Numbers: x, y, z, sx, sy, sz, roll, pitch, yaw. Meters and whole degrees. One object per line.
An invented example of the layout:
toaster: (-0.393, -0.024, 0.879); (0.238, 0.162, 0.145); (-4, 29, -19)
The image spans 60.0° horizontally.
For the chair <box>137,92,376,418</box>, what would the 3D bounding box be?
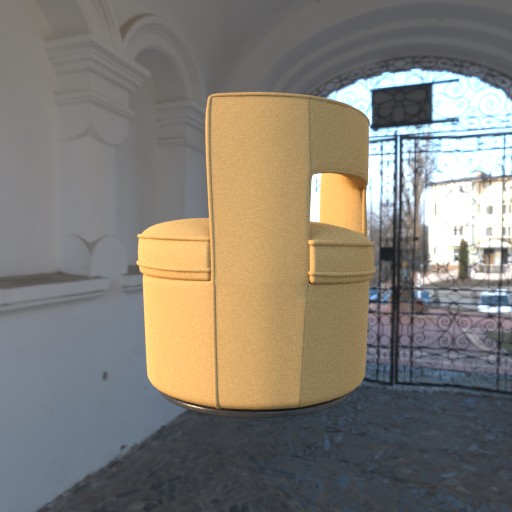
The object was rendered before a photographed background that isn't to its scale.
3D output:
chair: (0.000, 0.000, 1.264); (0.665, 0.723, 0.650); (1, 1, 35)
